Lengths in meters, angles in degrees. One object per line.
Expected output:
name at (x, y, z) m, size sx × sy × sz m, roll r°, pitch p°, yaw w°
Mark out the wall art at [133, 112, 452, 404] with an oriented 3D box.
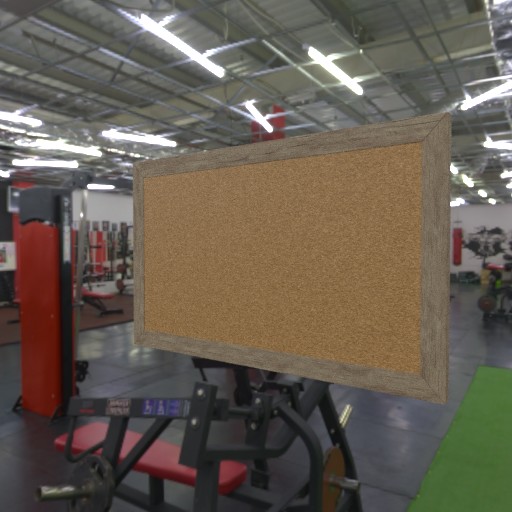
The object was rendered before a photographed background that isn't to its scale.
wall art at (0.000, 0.000, 0.957) m, size 0.780 × 0.480 × 0.021 m, roll 1°, pitch 2°, yaw 35°
